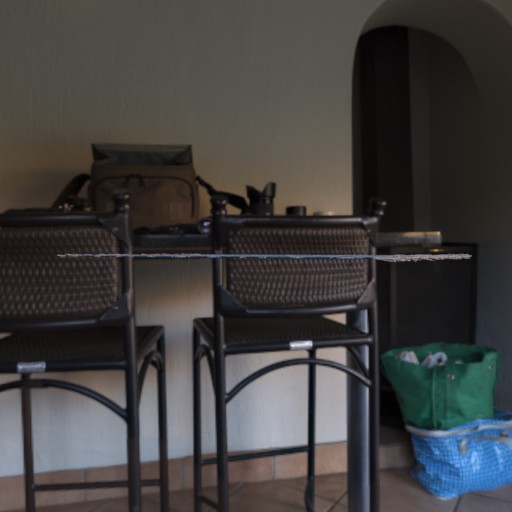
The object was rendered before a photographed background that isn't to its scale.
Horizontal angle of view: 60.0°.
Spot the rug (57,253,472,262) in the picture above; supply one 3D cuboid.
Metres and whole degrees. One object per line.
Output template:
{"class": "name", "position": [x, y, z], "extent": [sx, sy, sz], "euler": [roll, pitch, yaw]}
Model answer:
{"class": "rug", "position": [0.000, 0.000, 2.404], "extent": [1.936, 0.028, 1.181], "euler": [0, 1, 36]}
